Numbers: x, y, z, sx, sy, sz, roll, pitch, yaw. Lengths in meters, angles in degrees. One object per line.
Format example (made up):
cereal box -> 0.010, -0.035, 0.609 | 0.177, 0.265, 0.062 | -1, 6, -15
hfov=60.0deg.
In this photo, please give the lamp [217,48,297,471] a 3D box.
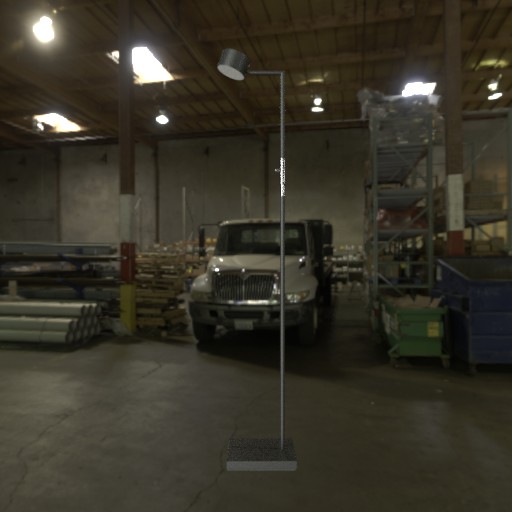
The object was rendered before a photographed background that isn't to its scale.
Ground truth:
lamp -> 0.000, 0.000, 1.742 | 0.304, 1.600, 0.203 | 0, 0, 0
